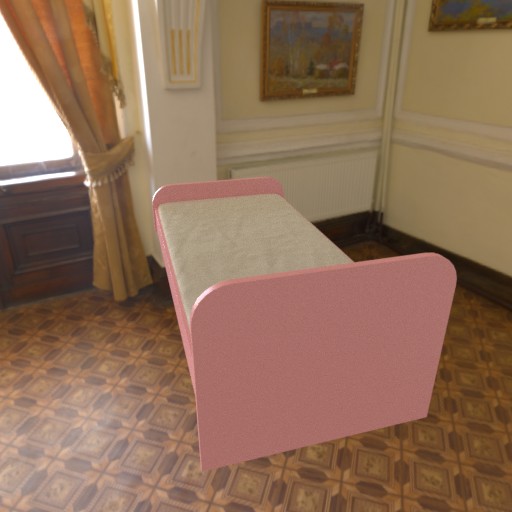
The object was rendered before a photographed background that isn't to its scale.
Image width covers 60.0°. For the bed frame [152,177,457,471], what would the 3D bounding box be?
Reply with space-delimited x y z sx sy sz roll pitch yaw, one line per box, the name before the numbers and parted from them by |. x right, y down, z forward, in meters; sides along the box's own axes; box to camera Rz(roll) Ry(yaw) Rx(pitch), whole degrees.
bed frame | 0.000 0.000 2.504 0.998 0.805 1.963 -7 26 -14
